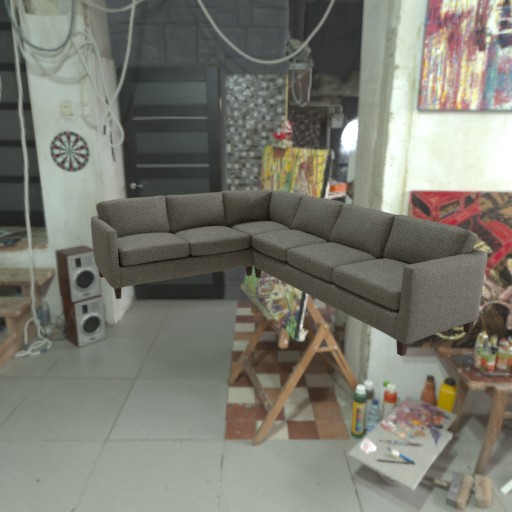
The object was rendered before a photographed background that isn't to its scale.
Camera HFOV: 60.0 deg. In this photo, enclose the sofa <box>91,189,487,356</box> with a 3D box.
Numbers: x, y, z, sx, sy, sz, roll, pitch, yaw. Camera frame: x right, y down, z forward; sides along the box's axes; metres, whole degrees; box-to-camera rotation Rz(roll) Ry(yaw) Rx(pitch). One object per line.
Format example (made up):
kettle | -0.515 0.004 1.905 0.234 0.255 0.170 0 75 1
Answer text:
sofa | 0.000 0.000 4.429 2.593 0.947 3.302 -9 18 -29
